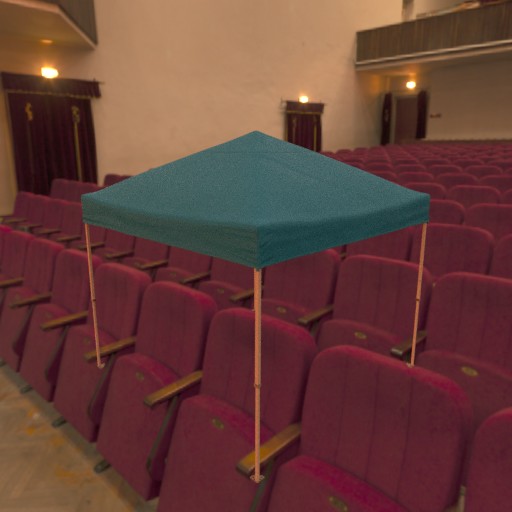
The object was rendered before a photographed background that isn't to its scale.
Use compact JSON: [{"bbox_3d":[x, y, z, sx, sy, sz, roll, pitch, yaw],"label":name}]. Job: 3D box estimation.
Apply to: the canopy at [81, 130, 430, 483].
[{"bbox_3d":[0.000,0.000,5.496,2.998,2.997,2.996,14,19,43],"label":"canopy"}]
